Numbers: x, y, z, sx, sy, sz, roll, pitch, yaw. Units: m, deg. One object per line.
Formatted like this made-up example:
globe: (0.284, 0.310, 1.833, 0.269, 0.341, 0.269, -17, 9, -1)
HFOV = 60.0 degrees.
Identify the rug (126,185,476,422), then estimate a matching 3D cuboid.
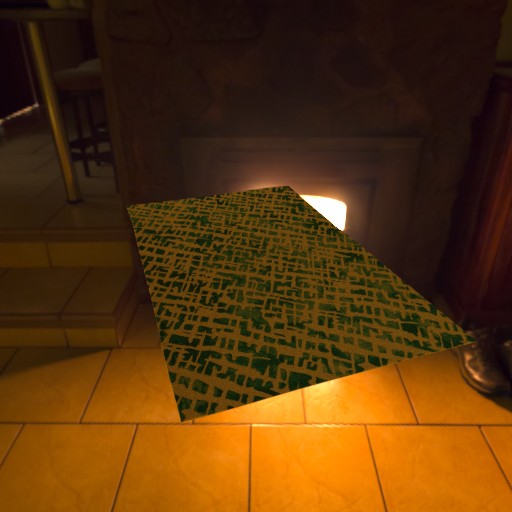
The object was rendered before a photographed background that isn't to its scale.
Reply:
rug: (0.000, 0.000, 3.046, 1.520, 0.011, 2.447, -10, 30, -17)
